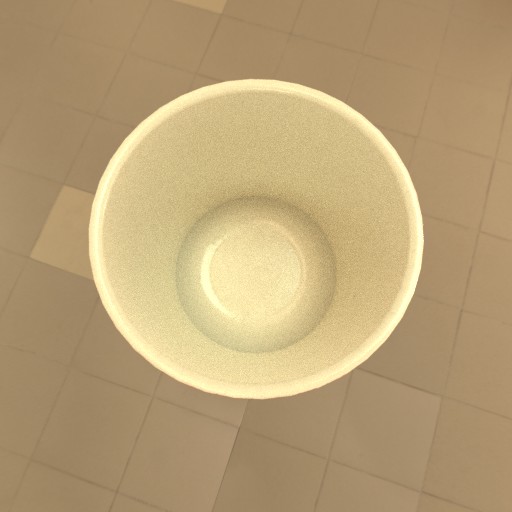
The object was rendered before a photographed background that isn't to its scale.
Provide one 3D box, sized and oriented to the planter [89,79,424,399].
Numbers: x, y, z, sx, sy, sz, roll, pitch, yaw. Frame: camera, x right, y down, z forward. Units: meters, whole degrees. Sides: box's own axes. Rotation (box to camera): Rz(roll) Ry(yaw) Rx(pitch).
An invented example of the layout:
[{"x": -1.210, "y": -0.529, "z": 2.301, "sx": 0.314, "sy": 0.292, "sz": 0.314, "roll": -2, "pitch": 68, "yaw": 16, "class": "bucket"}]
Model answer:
[{"x": 0.000, "y": 0.000, "z": 0.325, "sx": 0.192, "sy": 0.148, "sz": 0.192, "roll": 0, "pitch": 75, "yaw": 0, "class": "planter"}]
